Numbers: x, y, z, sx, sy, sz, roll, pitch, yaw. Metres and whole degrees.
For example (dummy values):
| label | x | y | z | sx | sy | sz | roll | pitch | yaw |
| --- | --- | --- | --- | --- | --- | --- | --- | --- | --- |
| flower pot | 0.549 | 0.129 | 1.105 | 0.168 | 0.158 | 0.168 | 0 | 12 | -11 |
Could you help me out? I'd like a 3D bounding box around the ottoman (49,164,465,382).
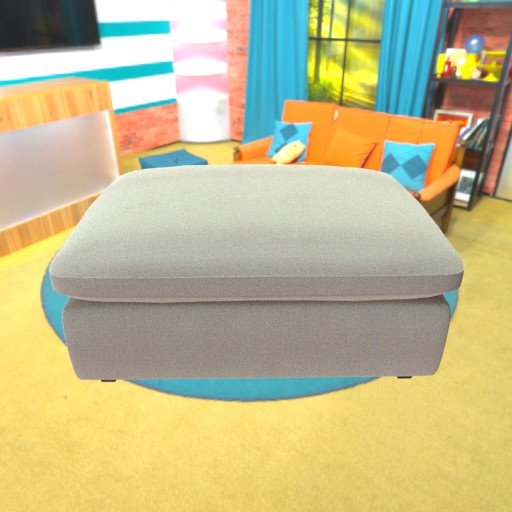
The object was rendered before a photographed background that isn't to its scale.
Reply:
| label | x | y | z | sx | sy | sz | roll | pitch | yaw |
| --- | --- | --- | --- | --- | --- | --- | --- | --- | --- |
| ottoman | 0.000 | 0.000 | 1.354 | 0.984 | 0.453 | 0.686 | 0 | 29 | -1 |
